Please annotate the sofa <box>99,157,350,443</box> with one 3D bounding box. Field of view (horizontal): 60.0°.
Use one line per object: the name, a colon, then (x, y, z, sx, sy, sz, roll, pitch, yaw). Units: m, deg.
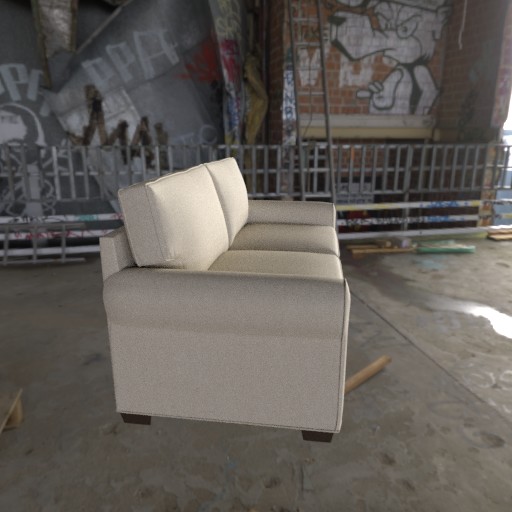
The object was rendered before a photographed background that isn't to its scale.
sofa: (0.000, 0.000, 2.295, 0.861, 0.933, 1.774, 2, 16, 8)
